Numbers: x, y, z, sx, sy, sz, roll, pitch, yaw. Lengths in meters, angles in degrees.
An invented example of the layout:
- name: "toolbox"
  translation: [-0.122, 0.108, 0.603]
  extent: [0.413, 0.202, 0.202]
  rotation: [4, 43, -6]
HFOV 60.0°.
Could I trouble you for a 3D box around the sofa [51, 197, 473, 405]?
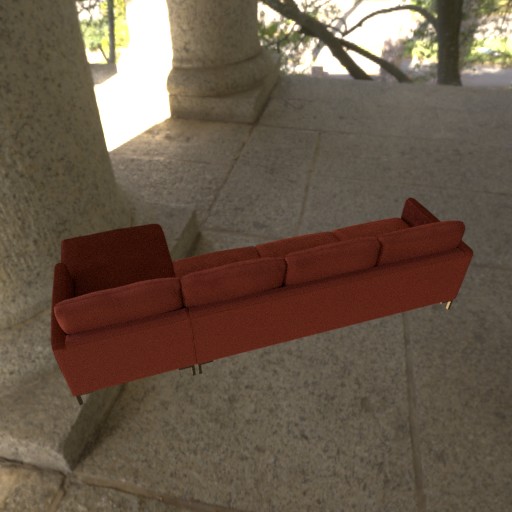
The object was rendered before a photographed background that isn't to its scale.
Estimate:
- name: "sofa"
  translation: [0.000, 0.000, 3.461]
  extent: [2.932, 0.810, 1.350]
  rotation: [-11, 41, -14]
